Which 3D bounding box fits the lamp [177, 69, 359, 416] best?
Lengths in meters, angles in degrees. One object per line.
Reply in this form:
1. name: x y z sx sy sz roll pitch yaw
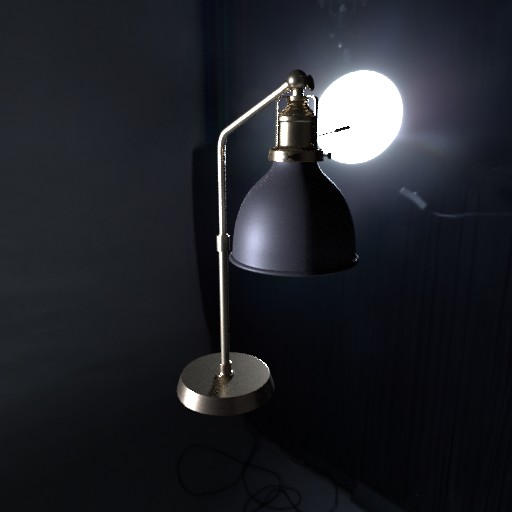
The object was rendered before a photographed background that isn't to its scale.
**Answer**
1. lamp: 0.000 0.000 0.599 0.160 0.456 0.291 -14 21 -43
